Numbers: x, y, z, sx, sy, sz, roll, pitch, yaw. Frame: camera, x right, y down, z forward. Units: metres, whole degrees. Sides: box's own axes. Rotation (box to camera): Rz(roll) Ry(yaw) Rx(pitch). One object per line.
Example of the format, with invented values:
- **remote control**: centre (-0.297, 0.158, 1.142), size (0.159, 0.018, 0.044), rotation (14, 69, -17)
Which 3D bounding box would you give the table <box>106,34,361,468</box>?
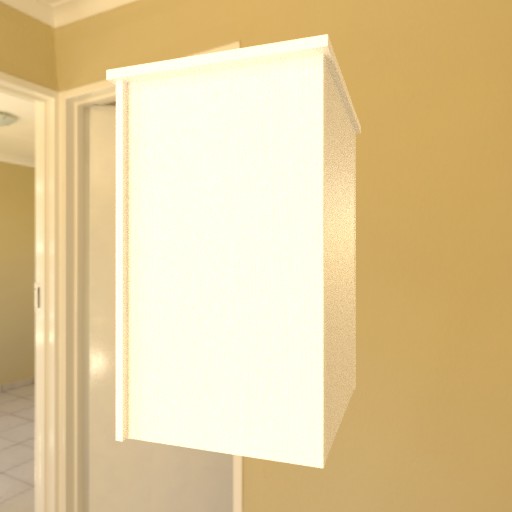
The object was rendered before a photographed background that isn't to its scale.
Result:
- **table**: centre (0.000, 0.000, 0.923), size (0.381, 0.635, 0.480), rotation (0, 0, 19)
